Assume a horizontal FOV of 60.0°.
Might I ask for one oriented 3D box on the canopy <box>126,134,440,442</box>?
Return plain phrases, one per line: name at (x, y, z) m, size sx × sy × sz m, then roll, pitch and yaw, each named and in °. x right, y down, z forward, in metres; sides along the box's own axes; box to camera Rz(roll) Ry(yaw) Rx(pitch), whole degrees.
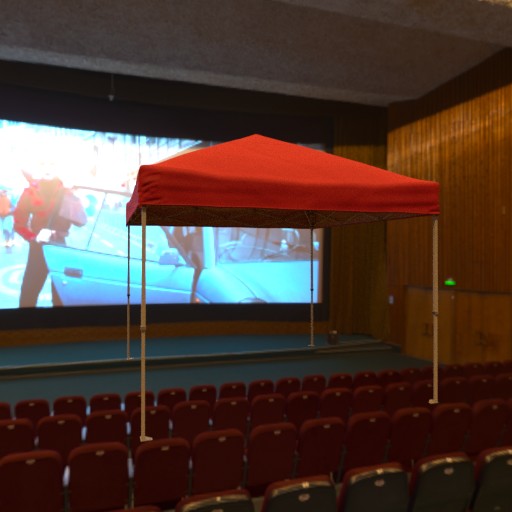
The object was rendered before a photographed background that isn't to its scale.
canopy at (0.000, 0.000, 5.474) m, size 2.996 × 2.997 × 2.998 m, roll 0°, pitch 1°, yaw -18°
